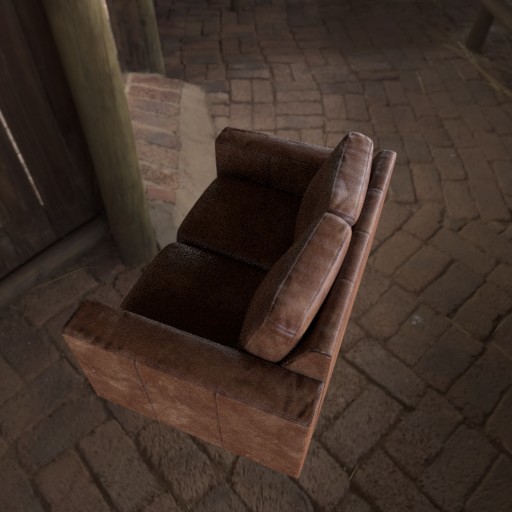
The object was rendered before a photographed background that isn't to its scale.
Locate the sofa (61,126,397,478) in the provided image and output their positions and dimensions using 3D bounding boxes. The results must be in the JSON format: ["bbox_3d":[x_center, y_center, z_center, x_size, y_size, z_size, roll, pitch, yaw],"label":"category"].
[{"bbox_3d":[0.000,0.000,2.242,1.041,0.889,1.626,17,50,14],"label":"sofa"}]
